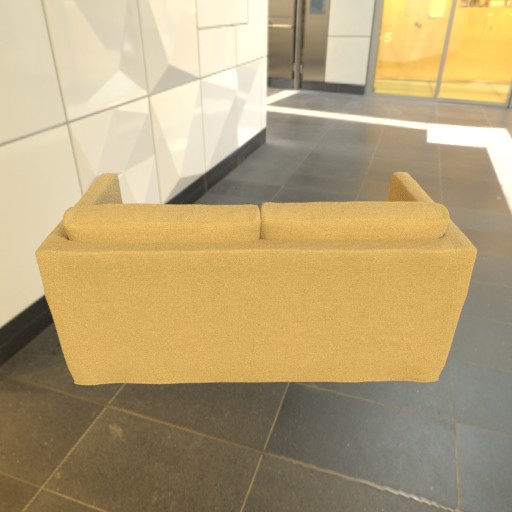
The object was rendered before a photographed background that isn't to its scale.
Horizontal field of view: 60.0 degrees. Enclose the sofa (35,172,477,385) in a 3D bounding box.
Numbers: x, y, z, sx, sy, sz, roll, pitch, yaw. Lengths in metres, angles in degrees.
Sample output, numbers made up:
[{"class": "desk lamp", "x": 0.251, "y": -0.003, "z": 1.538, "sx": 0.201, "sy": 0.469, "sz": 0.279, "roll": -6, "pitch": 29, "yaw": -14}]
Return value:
[{"class": "sofa", "x": 0.000, "y": 0.000, "z": 2.265, "sx": 1.766, "sy": 0.828, "sz": 0.956, "roll": 0, "pitch": 30, "yaw": -1}]
